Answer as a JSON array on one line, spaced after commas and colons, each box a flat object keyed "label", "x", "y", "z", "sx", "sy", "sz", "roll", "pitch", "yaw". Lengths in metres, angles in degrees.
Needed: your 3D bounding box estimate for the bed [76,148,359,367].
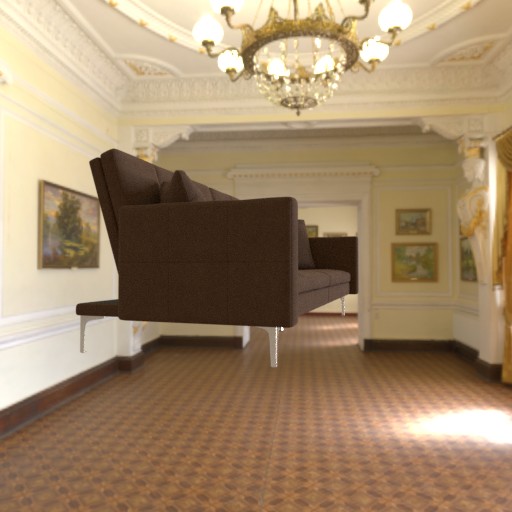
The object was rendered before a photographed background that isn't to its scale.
[{"label": "bed", "x": 0.000, "y": 0.000, "z": 2.382, "sx": 0.889, "sy": 0.787, "sz": 1.905, "roll": -1, "pitch": -2, "yaw": 19}]
